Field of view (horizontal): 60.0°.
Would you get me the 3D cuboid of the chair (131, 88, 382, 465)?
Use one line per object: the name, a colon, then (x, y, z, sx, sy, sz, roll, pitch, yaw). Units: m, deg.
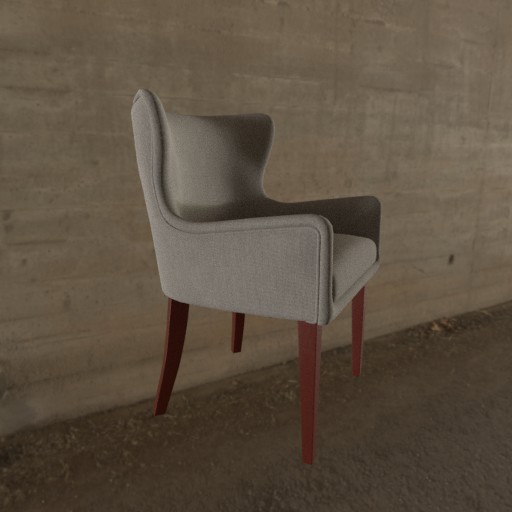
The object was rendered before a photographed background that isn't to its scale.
chair: (0.000, 0.000, 1.420, 0.677, 0.948, 0.732, 6, 13, 25)
